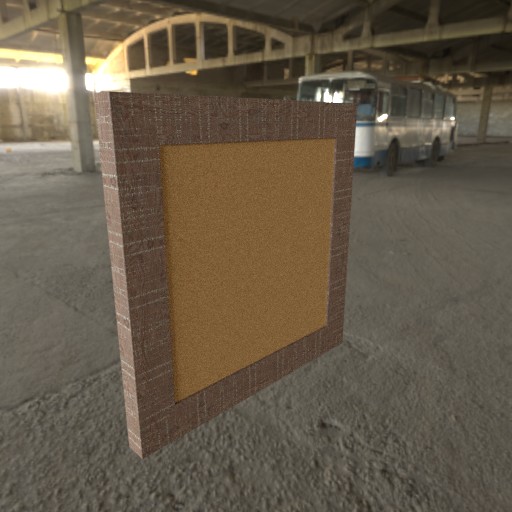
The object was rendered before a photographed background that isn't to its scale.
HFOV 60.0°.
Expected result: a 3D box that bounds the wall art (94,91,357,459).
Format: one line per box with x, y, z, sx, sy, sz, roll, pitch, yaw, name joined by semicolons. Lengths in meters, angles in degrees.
0.000;0.000;0.796;0.531;0.531;0.040;-16;23;-42;wall art
